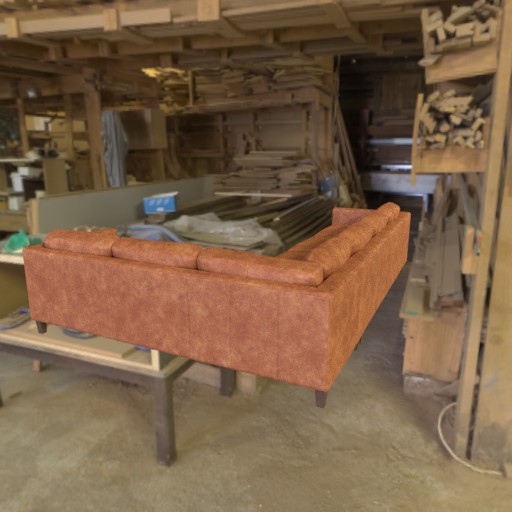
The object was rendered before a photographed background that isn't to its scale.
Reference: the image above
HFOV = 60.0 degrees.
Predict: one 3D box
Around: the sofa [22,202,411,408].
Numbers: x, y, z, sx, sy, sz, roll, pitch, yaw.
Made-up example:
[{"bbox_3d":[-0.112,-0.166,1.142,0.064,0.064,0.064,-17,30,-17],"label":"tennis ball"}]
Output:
[{"bbox_3d":[0.000,0.000,4.271,2.438,0.838,3.167,7,16,25],"label":"sofa"}]
